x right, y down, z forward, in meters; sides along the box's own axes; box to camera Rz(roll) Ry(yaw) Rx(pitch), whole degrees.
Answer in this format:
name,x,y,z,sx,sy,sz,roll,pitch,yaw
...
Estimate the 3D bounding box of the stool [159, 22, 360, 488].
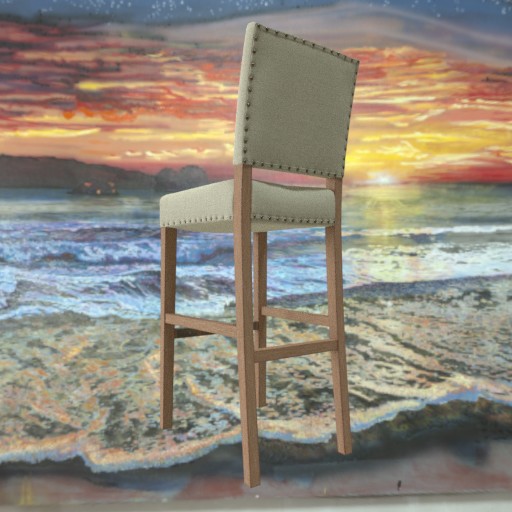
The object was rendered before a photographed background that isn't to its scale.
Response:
name,x,y,z,sx,sy,sz,roll,pitch,yaw
stool,0.000,0.000,1.384,0.428,1.143,0.546,0,-1,-34
